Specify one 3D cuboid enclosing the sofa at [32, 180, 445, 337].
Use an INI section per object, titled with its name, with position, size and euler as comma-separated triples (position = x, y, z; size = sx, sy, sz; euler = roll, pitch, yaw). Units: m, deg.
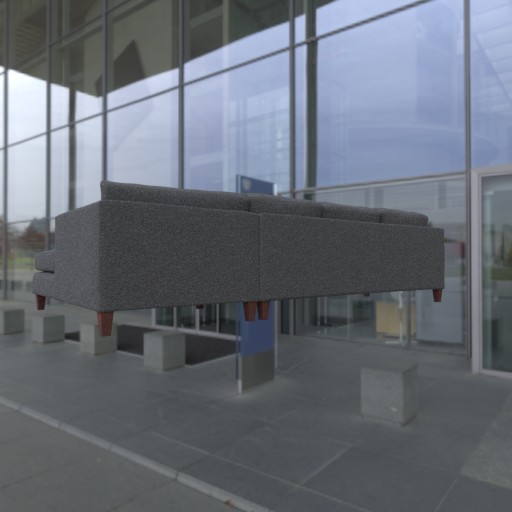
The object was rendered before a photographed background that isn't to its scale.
[sofa]
position = 0.000, 0.000, 3.794
size = 3.186, 0.846, 1.625
euler = 0, -1, -37
